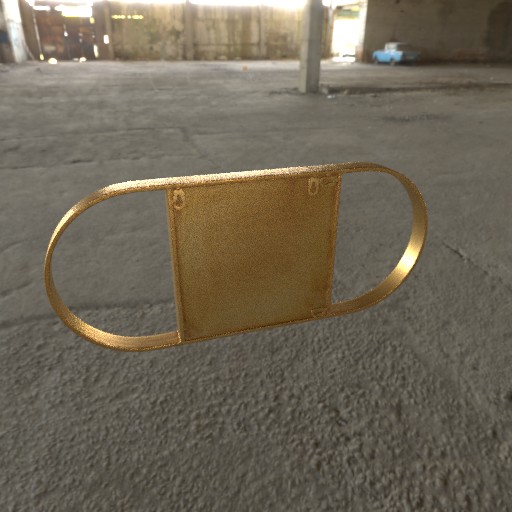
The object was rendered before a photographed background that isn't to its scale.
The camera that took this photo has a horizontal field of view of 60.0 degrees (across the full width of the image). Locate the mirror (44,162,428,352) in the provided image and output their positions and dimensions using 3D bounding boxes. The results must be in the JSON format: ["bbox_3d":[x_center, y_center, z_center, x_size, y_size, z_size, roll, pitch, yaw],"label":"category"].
[{"bbox_3d":[0.000,0.000,0.669,0.584,0.254,0.032,-8,27,-16],"label":"mirror"}]
